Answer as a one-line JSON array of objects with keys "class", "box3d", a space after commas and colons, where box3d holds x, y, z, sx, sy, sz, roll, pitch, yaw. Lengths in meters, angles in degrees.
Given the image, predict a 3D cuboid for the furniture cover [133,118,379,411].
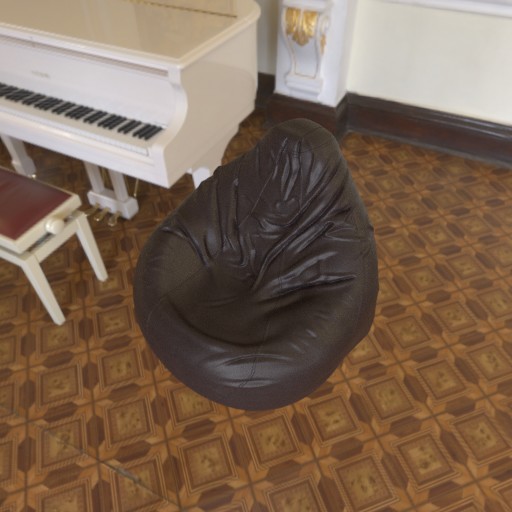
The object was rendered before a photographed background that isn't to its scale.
[{"class": "furniture cover", "box3d": [0.000, 0.000, 1.979, 1.070, 0.990, 1.070, 30, 53, 26]}]
